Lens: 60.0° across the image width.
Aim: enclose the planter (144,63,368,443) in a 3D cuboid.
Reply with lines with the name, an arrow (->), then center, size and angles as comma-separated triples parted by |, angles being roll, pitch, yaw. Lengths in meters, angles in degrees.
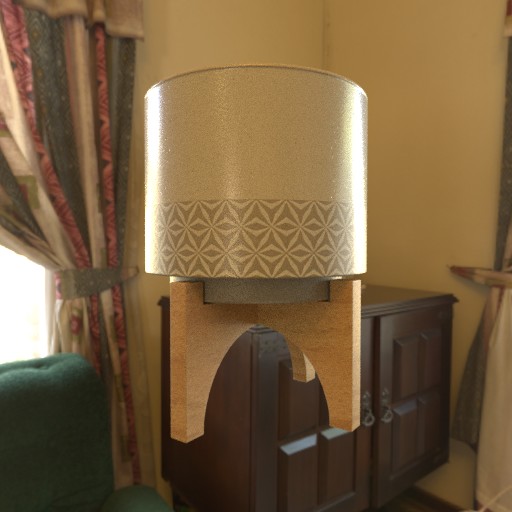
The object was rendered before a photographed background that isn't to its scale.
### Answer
planter -> 0.000, 0.000, 0.513 | 0.249, 0.343, 0.249 | 0, 2, 0
